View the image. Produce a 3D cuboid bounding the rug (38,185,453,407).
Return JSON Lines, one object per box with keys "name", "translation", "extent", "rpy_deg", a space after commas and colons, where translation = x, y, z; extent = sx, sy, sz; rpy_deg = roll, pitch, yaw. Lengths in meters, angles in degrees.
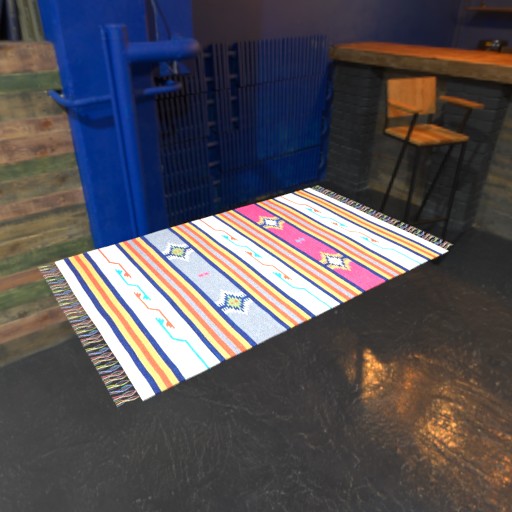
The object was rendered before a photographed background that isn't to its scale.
{"name": "rug", "translation": [0.000, 0.000, 2.251], "extent": [1.849, 0.013, 1.084], "rpy_deg": [-20, 36, -30]}
